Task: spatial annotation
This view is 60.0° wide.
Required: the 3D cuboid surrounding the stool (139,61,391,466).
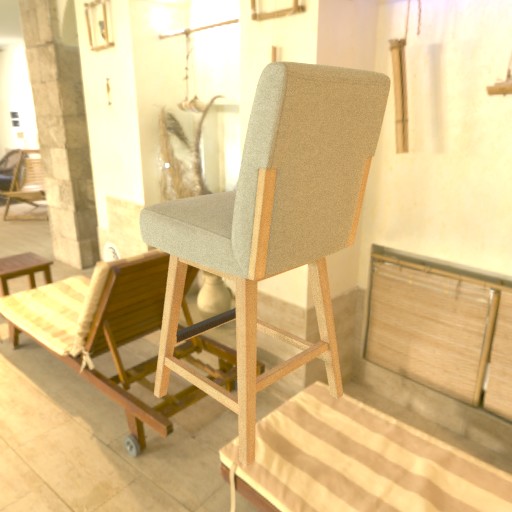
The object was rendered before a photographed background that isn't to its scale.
[{"bbox_3d":[0.000,0.000,1.416,0.507,1.085,0.606,-17,24,-42],"label":"stool"}]
